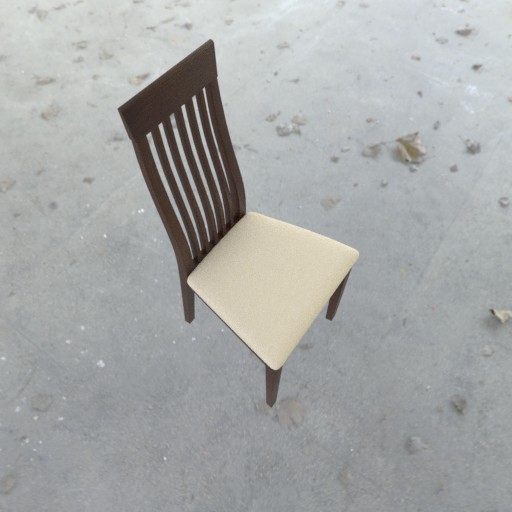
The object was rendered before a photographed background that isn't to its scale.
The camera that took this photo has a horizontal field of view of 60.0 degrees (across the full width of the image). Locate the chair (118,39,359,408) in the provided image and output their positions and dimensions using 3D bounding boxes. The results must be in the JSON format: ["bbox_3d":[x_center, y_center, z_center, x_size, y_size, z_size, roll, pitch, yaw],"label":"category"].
[{"bbox_3d":[0.000,0.000,1.295,0.474,1.027,0.460,32,63,18],"label":"chair"}]
